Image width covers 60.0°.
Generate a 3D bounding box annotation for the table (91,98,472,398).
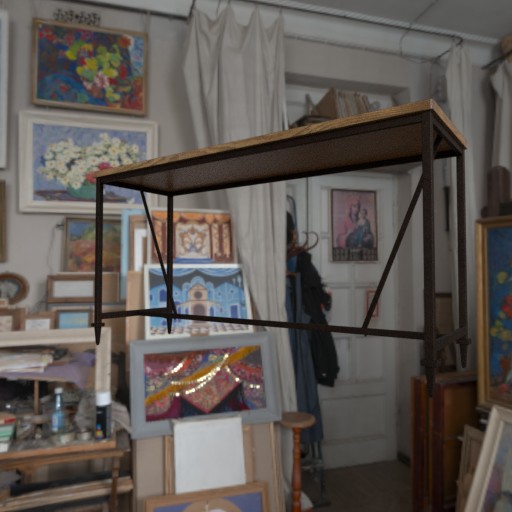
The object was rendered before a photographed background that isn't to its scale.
[{"bbox_3d":[0.000,0.000,2.033,1.700,0.902,0.551,-1,-3,35],"label":"table"}]
